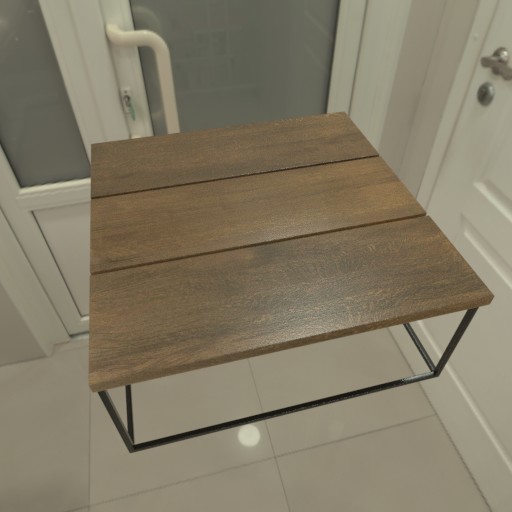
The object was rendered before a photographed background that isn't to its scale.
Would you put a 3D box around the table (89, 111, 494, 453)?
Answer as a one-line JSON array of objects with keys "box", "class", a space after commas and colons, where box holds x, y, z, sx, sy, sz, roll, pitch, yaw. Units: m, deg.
[{"box": [0.000, 0.000, 1.385, 0.900, 0.400, 0.900, -10, 46, -10], "class": "table"}]
